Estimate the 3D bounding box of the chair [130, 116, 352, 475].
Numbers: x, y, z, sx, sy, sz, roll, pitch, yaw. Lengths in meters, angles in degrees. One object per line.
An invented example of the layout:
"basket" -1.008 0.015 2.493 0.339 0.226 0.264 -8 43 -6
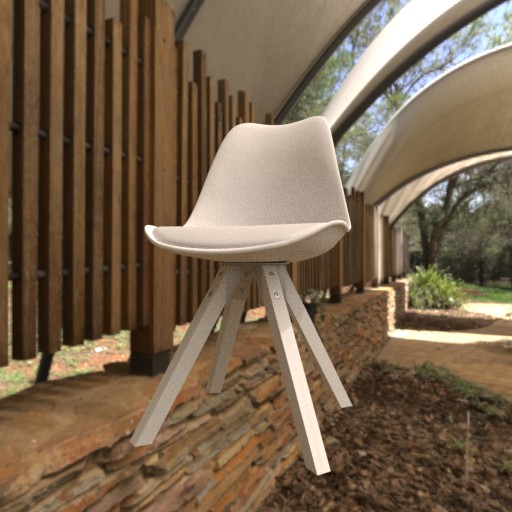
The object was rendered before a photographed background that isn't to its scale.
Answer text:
"chair" 0.000 0.000 1.147 0.485 0.850 0.550 0 0 18
